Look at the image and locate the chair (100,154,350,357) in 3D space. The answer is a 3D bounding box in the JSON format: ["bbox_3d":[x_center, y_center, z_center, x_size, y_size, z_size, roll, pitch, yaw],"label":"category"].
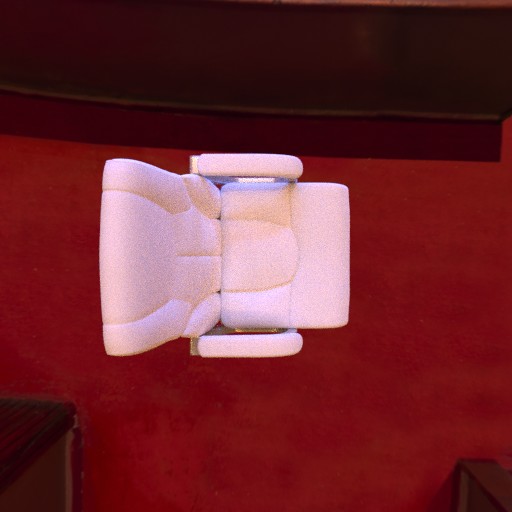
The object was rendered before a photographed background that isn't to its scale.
[{"bbox_3d":[0.000,0.000,1.585,0.738,1.120,0.687,0,91,0],"label":"chair"}]
